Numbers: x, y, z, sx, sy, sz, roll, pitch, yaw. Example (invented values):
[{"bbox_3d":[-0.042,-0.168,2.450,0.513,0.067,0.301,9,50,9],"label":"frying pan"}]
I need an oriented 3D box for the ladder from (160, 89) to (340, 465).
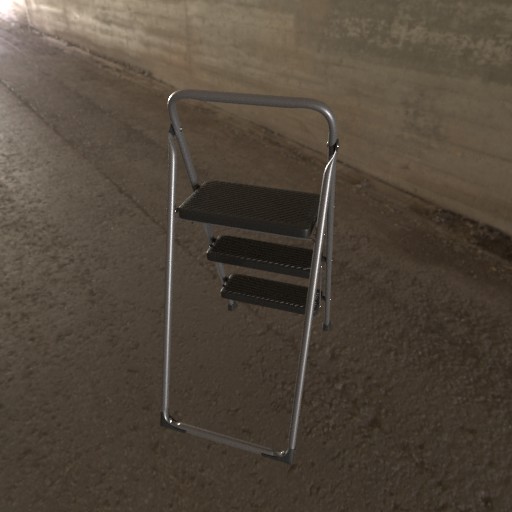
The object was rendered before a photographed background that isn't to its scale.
[{"bbox_3d":[0.000,0.000,1.294,0.430,0.945,0.629,10,34,15],"label":"ladder"}]
